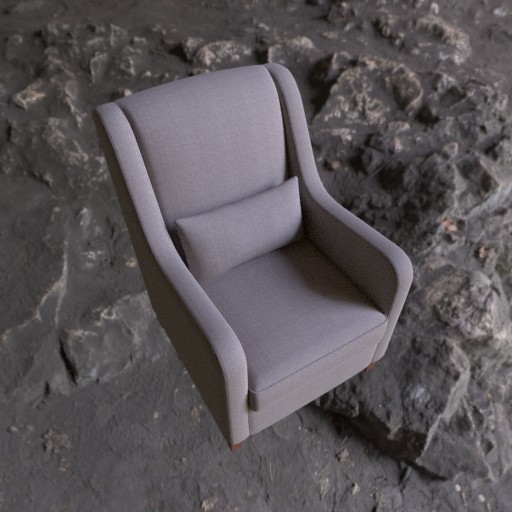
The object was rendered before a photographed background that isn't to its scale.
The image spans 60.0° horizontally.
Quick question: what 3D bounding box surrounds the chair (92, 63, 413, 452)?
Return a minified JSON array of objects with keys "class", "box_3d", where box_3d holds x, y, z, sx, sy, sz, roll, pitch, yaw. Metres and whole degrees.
[{"class":"chair","box_3d":[0.000,0.000,1.613,0.715,1.017,0.890,-23,50,-21]}]
